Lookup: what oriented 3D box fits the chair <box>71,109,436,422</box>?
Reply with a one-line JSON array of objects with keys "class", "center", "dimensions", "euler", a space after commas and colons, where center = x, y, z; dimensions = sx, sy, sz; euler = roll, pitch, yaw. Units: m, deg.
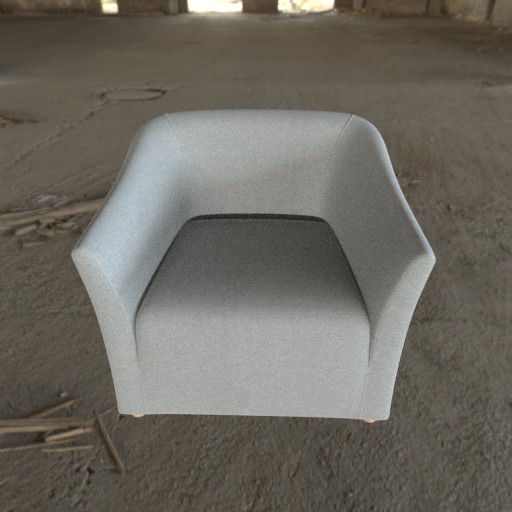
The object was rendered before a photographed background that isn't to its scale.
[{"class": "chair", "center": [0.000, 0.000, 1.346], "dimensions": [0.790, 0.720, 0.700], "euler": [1, 31, 1]}]
